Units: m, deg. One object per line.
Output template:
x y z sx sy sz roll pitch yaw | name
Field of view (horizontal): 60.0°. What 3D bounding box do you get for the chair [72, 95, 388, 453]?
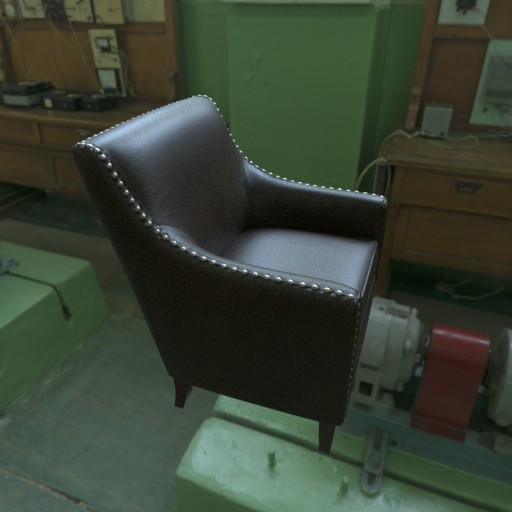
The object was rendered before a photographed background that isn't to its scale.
0.000 0.000 1.345 0.704 0.813 0.639 11 32 17 | chair
